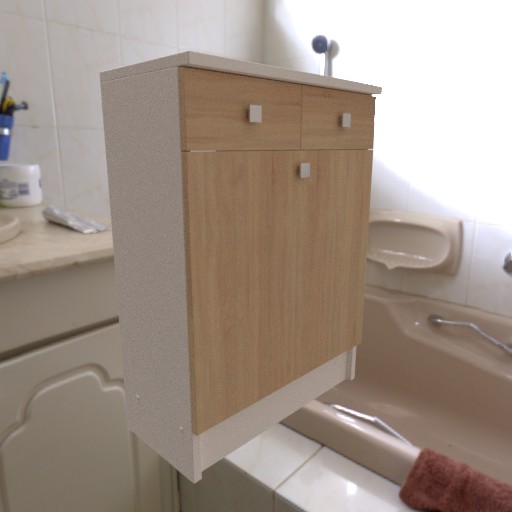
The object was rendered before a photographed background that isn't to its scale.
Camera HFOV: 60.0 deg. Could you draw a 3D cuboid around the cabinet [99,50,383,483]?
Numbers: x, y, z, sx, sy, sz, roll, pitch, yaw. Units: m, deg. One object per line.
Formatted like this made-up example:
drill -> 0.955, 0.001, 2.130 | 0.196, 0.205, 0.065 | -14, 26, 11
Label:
cabinet -> 0.000, 0.000, 1.094 | 0.296, 0.815, 0.600 | 13, 19, 43
